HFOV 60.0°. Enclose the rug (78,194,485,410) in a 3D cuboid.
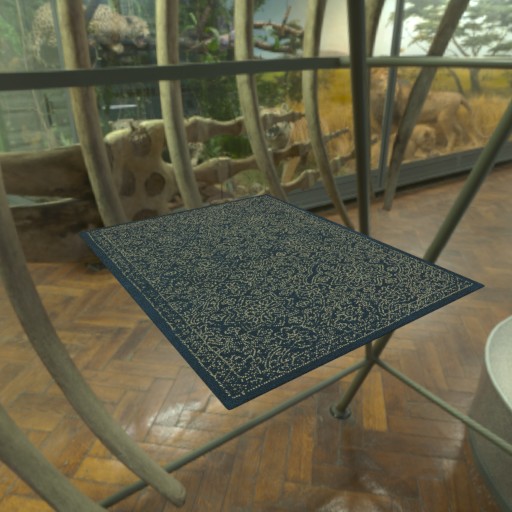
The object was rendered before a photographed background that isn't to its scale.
[{"bbox_3d":[0.000,0.000,4.115,2.438,0.010,3.048,-16,29,-31],"label":"rug"}]
